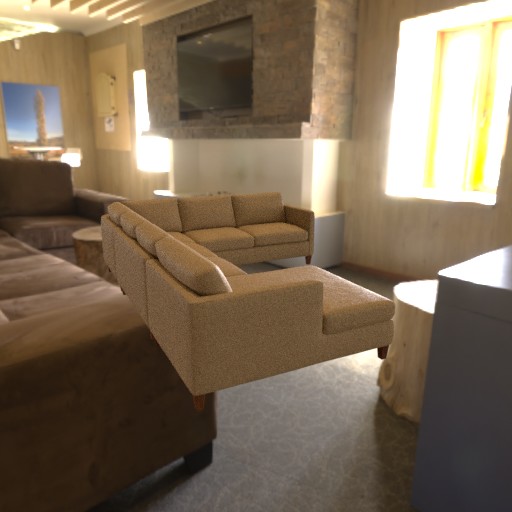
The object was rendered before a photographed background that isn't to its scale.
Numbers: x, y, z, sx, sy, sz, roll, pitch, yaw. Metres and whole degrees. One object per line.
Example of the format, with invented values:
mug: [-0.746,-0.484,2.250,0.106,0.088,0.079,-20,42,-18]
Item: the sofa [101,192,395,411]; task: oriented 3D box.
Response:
sofa: [0.000,0.000,4.510,2.551,0.889,3.403,-7,16,-26]
